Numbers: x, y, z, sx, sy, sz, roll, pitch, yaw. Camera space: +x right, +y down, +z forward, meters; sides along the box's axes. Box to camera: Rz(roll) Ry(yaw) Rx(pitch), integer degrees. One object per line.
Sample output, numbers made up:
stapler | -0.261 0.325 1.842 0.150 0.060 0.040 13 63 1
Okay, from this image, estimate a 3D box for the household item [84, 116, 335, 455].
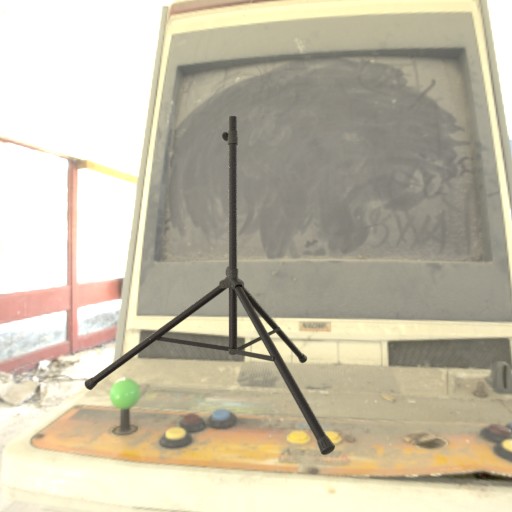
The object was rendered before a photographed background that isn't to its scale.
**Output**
household item | 0.000 0.000 2.729 1.596 1.595 1.339 1 1 34
